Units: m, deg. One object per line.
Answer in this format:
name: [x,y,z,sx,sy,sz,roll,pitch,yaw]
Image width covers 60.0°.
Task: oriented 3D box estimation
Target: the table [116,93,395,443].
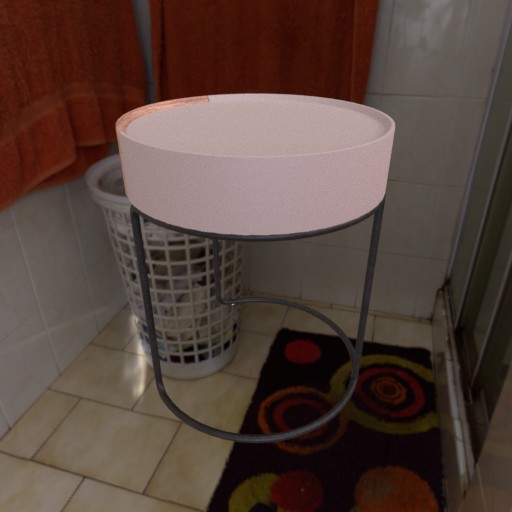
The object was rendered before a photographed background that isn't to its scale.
table: [0.000,0.000,0.865,0.450,0.530,0.450,0,29,0]
